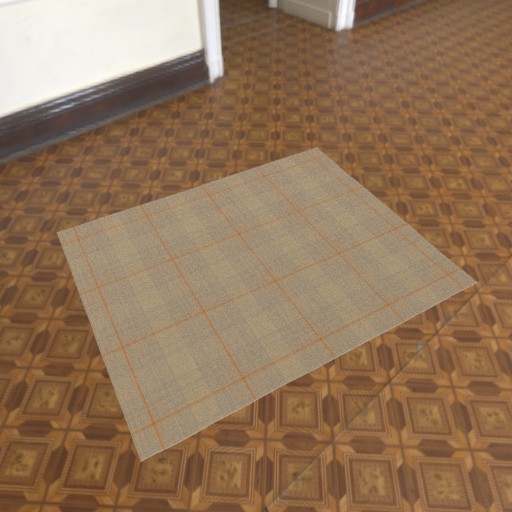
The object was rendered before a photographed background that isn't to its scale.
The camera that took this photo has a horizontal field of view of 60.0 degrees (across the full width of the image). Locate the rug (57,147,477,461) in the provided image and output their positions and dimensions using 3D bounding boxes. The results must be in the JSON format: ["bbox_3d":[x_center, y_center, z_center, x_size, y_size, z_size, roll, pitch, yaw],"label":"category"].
[{"bbox_3d":[0.000,0.000,4.064,3.051,0.021,2.448,-22,50,-20],"label":"rug"}]
